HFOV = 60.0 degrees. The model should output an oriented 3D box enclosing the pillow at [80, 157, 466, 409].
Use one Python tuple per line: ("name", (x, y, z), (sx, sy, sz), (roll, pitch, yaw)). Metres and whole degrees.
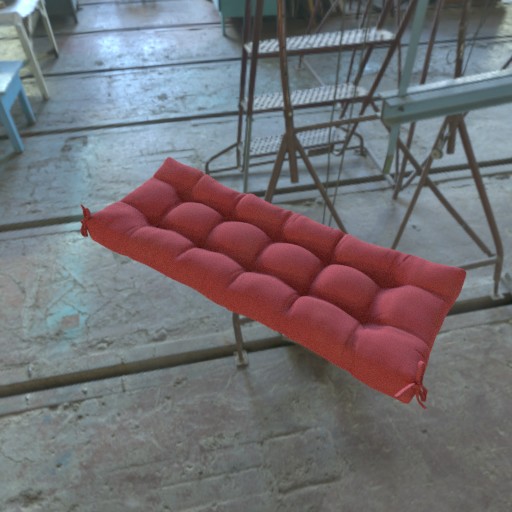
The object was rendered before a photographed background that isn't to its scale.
("pillow", (0.000, 0.000, 1.364), (1.194, 0.174, 0.511), (24, 50, 22))
